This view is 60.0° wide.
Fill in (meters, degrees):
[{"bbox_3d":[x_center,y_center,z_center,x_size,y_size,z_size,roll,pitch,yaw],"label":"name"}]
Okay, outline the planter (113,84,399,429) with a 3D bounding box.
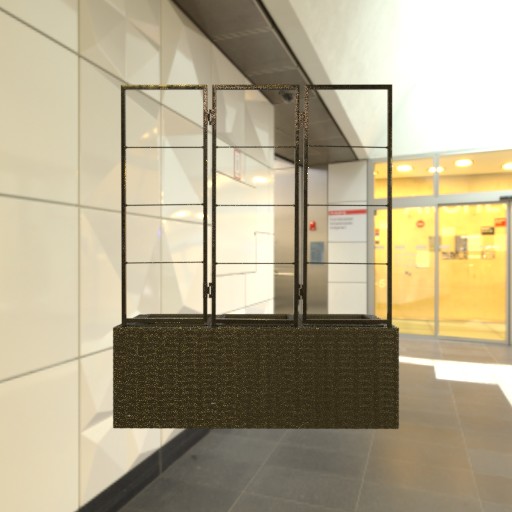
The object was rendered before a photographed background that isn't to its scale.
[{"bbox_3d":[0.000,0.000,1.196,0.698,0.841,0.244,0,0,0],"label":"planter"}]
